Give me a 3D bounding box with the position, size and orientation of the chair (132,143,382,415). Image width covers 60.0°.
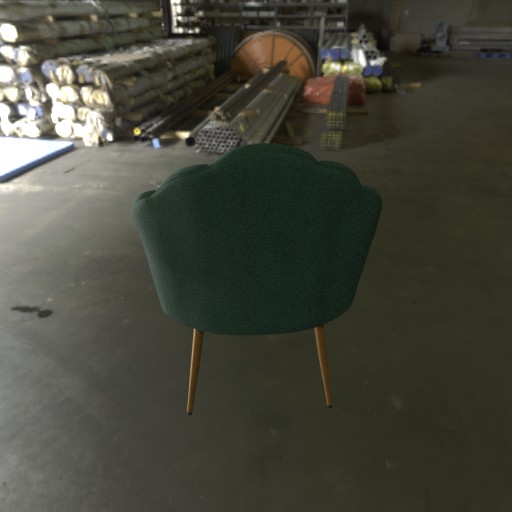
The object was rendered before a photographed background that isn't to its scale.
[{"bbox_3d":[0.000,0.000,1.304,0.657,0.819,0.599,-2,30,-3],"label":"chair"}]
